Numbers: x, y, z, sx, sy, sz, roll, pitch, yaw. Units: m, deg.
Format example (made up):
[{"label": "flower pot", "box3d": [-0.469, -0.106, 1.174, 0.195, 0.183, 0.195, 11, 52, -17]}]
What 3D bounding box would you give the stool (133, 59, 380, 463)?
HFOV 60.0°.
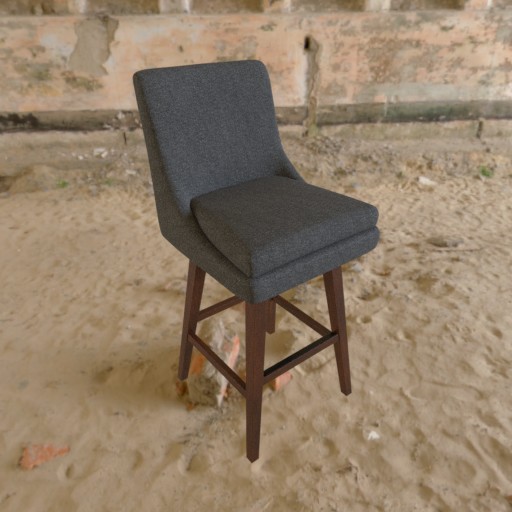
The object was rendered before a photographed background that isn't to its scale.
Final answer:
[{"label": "stool", "box3d": [0.000, 0.000, 1.389, 0.489, 1.068, 0.572, -21, 36, -32]}]
